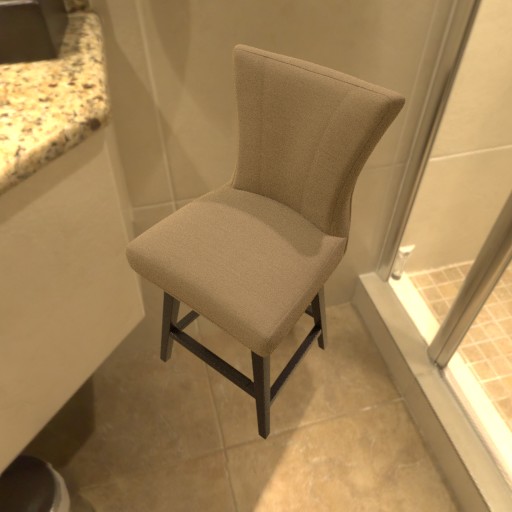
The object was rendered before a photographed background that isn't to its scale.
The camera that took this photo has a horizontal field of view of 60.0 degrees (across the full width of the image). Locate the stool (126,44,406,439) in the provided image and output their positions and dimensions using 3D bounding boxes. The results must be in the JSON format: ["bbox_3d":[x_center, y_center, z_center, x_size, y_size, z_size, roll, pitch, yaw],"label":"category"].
[{"bbox_3d":[0.000,0.000,1.353,0.514,1.000,0.574,29,53,25],"label":"stool"}]
